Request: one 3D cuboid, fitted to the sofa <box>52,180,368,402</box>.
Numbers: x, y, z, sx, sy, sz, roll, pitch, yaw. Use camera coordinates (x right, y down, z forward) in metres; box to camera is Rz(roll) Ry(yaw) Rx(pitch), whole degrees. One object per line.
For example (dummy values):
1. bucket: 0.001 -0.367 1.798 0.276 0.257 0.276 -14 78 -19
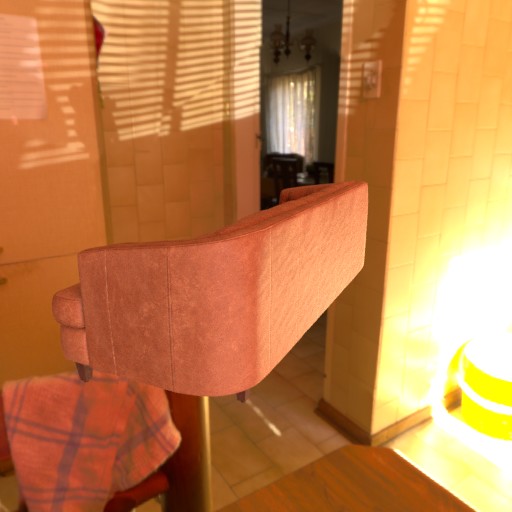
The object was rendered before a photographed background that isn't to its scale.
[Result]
1. sofa: 0.000 0.000 2.714 0.922 0.791 2.257 8 18 25
